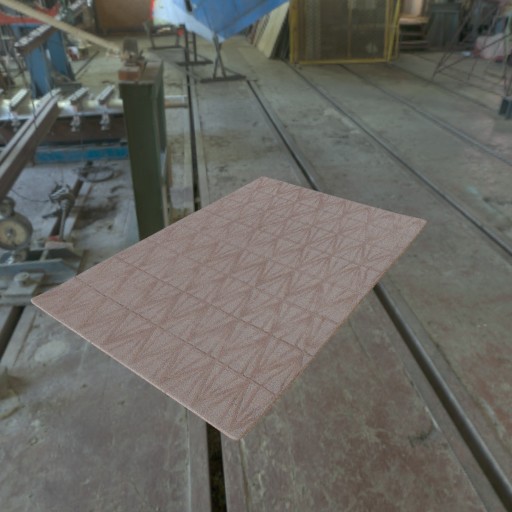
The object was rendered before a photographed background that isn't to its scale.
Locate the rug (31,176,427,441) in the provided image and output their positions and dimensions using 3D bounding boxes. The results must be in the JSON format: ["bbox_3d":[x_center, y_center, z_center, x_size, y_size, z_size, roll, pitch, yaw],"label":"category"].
[{"bbox_3d":[0.000,0.000,2.342,1.230,0.025,1.837,22,38,30],"label":"rug"}]
